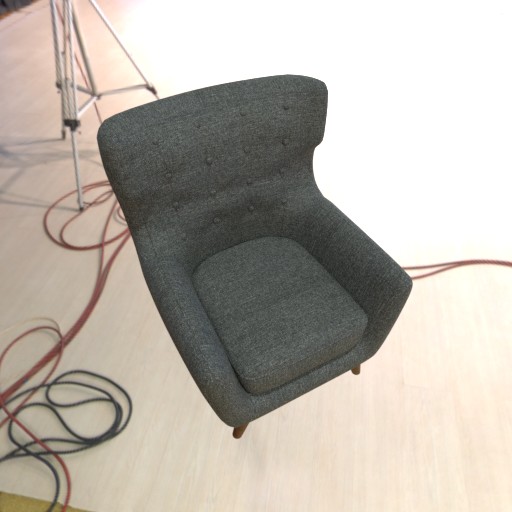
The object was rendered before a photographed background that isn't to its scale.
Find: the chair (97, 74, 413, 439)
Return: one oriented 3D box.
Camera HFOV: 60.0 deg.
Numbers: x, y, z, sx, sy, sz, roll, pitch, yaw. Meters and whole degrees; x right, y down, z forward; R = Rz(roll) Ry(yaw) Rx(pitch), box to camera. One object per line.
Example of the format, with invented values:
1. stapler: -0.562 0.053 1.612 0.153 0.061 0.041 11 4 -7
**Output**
1. chair: 0.000 0.000 1.757 0.878 1.063 0.904 -21 49 -20
